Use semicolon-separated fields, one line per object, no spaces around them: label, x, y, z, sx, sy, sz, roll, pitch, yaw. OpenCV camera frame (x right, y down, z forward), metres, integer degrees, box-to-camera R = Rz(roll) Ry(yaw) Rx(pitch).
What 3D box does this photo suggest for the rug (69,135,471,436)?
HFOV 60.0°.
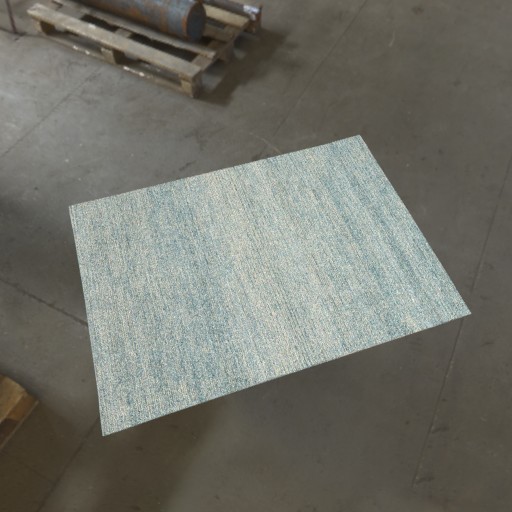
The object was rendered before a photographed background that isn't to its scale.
rug;0.000;0.000;2.918;2.260;0.026;1.611;-16;60;-9
